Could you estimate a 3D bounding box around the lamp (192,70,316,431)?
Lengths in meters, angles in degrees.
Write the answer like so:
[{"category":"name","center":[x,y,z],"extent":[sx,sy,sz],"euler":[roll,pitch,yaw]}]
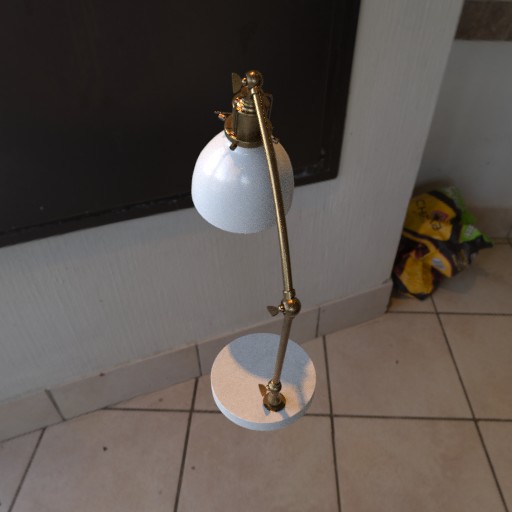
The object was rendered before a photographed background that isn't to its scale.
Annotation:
[{"category":"lamp","center":[0.000,0.000,0.664],"extent":[0.186,0.522,0.317],"euler":[-11,42,-12]}]
